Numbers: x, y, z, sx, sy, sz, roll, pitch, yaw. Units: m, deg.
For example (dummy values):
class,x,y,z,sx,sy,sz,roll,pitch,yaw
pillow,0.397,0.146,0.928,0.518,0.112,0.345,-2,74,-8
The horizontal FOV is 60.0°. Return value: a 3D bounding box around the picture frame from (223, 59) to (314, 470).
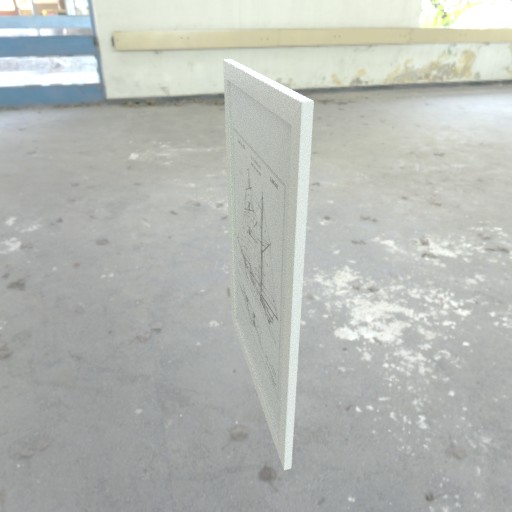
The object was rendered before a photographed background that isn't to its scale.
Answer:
class,x,y,z,sx,sy,sz,roll,pitch,yaw
picture frame,0.000,0.000,0.698,0.012,0.534,0.381,-7,30,-13
